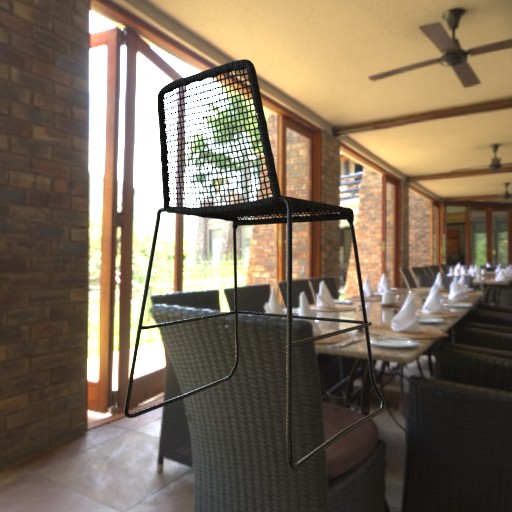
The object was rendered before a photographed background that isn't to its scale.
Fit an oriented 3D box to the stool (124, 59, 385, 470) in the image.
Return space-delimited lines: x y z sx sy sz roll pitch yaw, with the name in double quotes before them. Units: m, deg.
"stool" 0.000 0.000 1.275 0.590 0.905 0.509 0 -1 35
